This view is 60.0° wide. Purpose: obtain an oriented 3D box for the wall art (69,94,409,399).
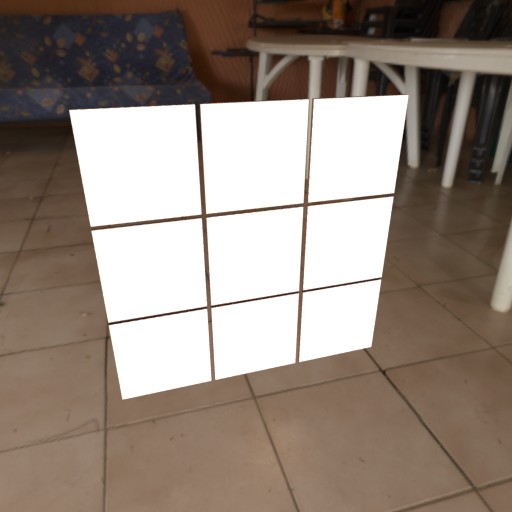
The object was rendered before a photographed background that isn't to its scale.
[{"bbox_3d":[0.000,0.000,1.873,1.256,1.246,0.017,-8,28,-15],"label":"wall art"}]
